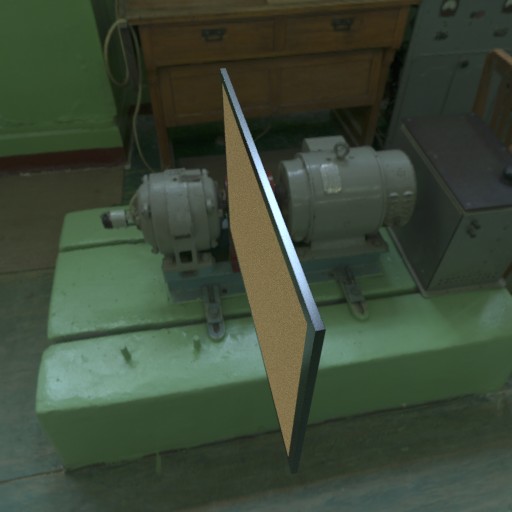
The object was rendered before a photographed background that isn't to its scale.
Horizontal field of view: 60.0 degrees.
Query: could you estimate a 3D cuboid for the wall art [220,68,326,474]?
[{"bbox_3d":[0.000,0.000,1.055,0.015,0.552,0.819,-9,47,-8],"label":"wall art"}]
